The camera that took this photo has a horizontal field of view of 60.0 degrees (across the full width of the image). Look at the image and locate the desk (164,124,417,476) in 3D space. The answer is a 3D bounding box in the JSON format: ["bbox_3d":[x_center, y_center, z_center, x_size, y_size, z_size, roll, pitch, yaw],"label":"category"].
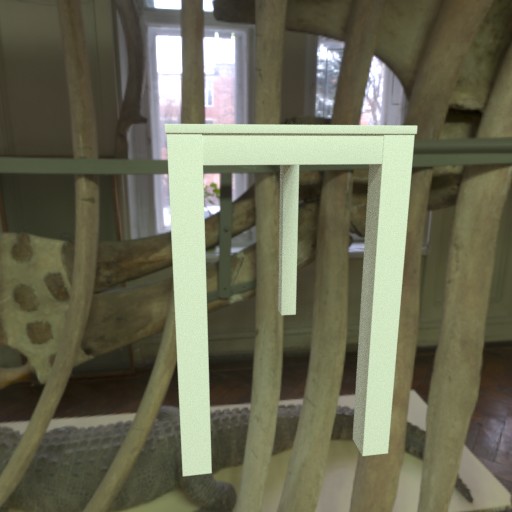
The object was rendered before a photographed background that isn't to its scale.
[{"bbox_3d":[0.000,0.000,1.415,0.497,0.762,0.990,-2,14,-9],"label":"desk"}]
